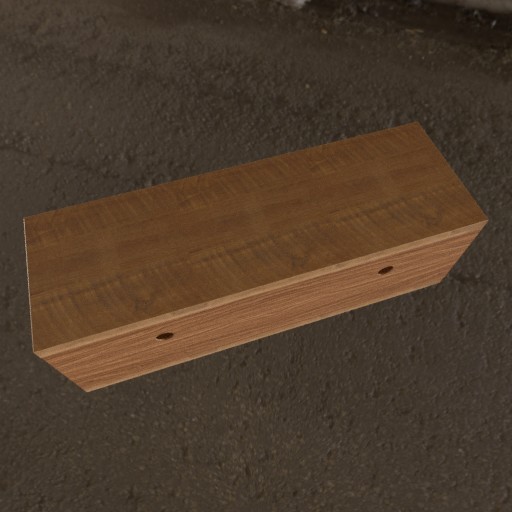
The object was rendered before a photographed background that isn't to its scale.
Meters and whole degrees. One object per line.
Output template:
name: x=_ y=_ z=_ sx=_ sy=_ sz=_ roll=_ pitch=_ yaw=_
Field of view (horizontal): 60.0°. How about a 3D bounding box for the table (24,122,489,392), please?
table: x=0.000 y=0.000 z=1.715 sx=1.499 sy=0.491 sz=0.499 roll=-16 pitch=61 yaw=-9
